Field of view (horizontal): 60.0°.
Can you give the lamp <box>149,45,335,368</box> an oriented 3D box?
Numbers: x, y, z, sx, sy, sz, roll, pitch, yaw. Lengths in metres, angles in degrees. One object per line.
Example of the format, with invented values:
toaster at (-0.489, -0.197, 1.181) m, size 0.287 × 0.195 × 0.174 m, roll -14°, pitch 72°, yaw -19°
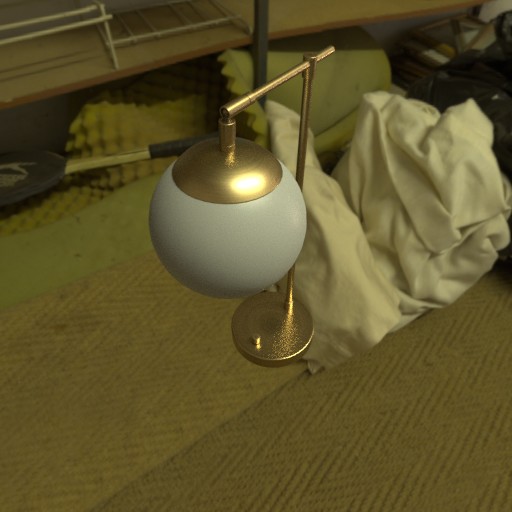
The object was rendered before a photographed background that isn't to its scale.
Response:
lamp at (0.000, 0.000, 0.704) m, size 0.207 × 0.559 × 0.324 m, roll 30°, pitch 54°, yaw 25°
